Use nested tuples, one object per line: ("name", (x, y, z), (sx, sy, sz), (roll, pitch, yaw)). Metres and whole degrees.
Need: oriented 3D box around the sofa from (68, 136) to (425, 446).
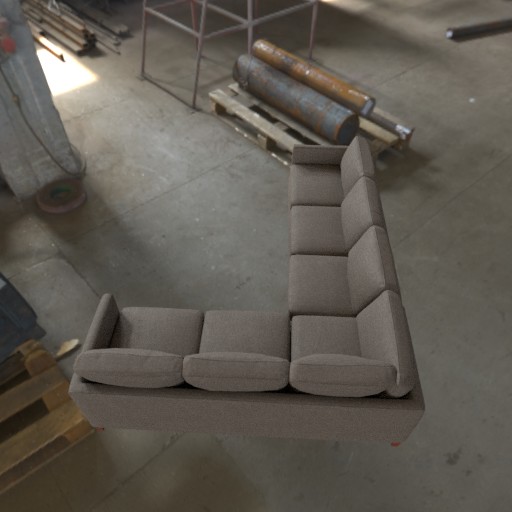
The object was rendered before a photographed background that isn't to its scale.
("sofa", (0.000, 0.000, 4.407), (2.593, 0.947, 3.302), (2, 47, 2))
